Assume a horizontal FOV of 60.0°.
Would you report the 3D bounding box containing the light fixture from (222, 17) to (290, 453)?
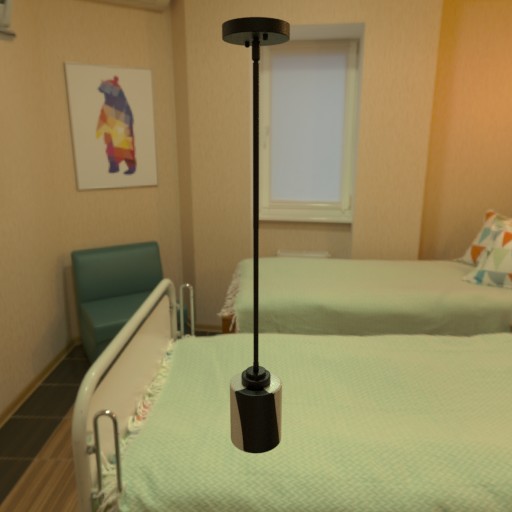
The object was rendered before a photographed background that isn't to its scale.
[{"bbox_3d":[0.000,0.000,0.914,0.123,0.863,0.123,-8,17,-27],"label":"light fixture"}]
